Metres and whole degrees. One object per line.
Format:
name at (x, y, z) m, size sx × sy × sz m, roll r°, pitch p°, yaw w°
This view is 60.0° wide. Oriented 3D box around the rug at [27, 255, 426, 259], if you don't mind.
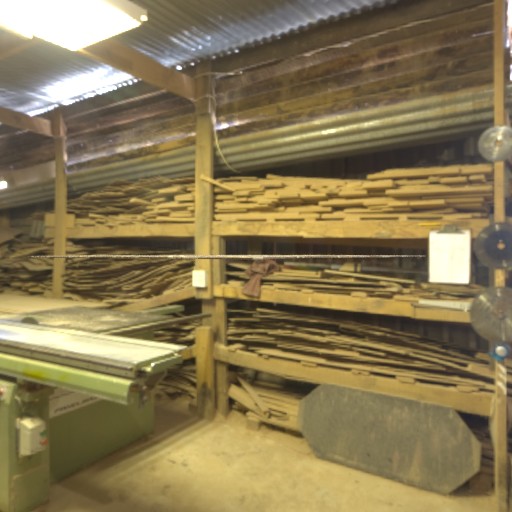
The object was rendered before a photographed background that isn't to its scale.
rug at (0.000, 0.000, 4.500) m, size 2.441 × 0.020 × 3.419 m, roll 0°, pitch 0°, yaw 36°
